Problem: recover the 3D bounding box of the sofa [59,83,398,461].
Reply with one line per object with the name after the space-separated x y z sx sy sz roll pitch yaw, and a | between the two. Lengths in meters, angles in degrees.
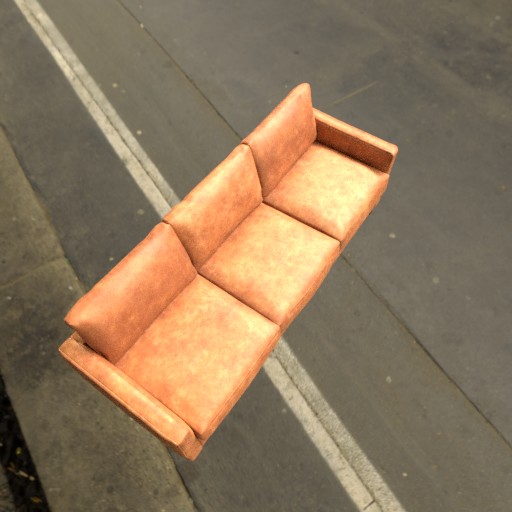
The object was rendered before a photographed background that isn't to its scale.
0.000 0.000 2.423 0.748 0.863 2.029 31 63 18 | sofa
